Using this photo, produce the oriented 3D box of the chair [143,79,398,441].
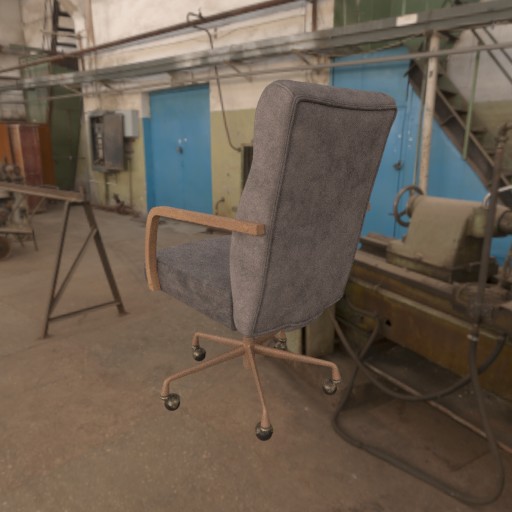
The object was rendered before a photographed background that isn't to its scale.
[{"bbox_3d":[0.000,0.000,1.492,0.741,1.029,0.640,14,21,42],"label":"chair"}]
